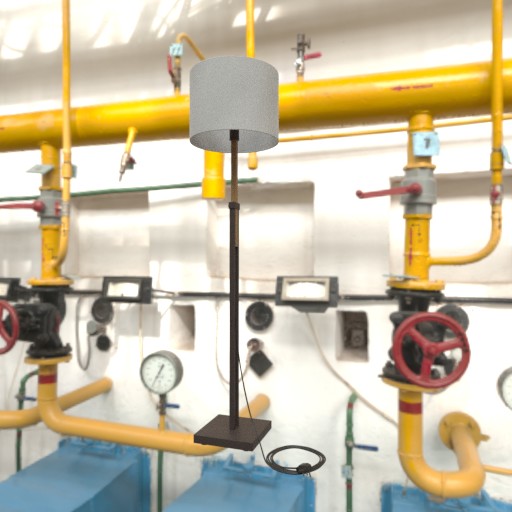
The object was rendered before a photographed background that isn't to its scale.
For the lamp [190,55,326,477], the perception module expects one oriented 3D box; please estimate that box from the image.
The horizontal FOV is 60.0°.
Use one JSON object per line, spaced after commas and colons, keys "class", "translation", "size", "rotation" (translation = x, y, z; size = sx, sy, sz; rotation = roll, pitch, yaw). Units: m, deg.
{"class": "lamp", "translation": [0.000, 0.000, 1.952], "size": [0.639, 1.650, 0.474], "rotation": [0, -1, 19]}
